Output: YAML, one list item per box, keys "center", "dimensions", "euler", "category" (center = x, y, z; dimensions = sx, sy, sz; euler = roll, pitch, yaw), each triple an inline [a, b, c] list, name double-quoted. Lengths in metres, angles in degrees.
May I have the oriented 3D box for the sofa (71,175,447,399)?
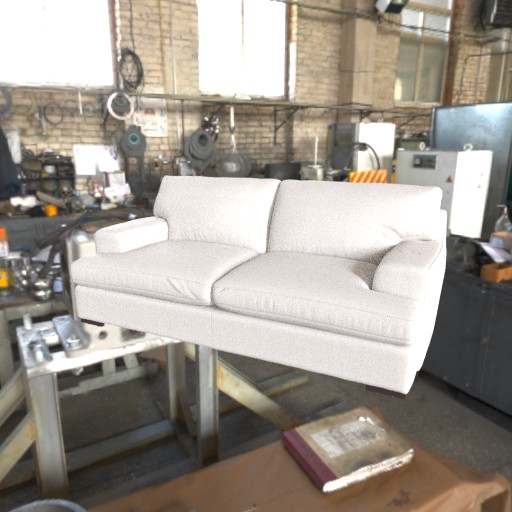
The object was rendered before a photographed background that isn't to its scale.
- center: [0.000, 0.000, 2.893]
  dimensions: [2.261, 0.940, 1.143]
  euler: [7, 16, 26]
  category: "sofa"
